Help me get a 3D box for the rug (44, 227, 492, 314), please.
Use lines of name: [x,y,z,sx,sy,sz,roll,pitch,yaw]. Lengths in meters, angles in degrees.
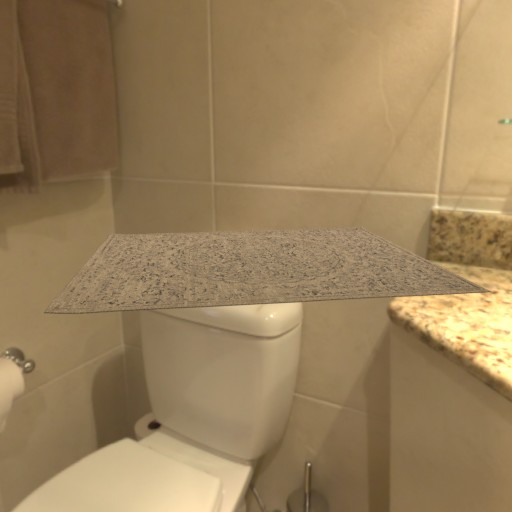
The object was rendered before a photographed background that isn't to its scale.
rug: [0.000,0.000,3.953,2.925,0.026,2.343,-2,15,-8]
